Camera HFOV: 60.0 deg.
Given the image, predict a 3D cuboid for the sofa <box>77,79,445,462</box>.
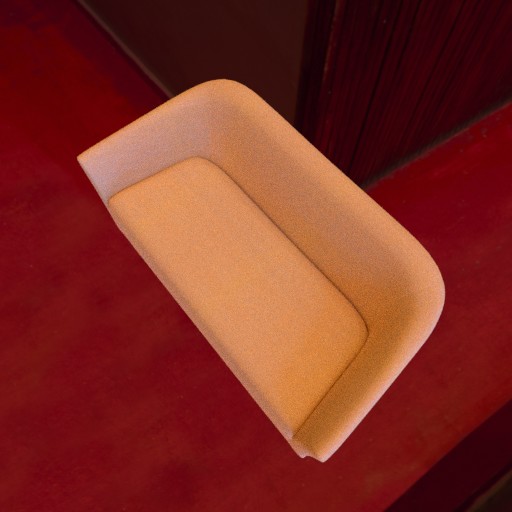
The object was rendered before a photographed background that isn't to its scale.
[{"bbox_3d":[0.000,0.000,1.834,0.705,0.721,1.452,-37,70,-16],"label":"sofa"}]
